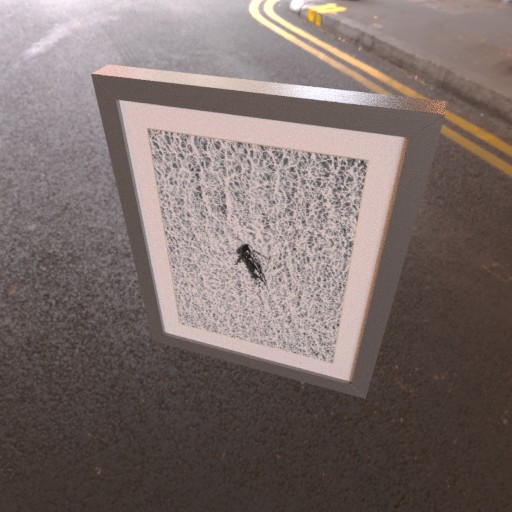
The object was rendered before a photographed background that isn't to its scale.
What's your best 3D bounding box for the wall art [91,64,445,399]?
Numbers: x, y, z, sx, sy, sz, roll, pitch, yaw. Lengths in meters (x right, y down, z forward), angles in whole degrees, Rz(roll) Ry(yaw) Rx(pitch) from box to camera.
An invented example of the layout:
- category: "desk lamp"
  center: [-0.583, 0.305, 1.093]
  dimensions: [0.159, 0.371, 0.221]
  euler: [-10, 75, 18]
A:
- category: "wall art"
  center: [0.000, 0.000, 0.501]
  dimensions: [0.308, 0.379, 0.030]
  euler: [12, 41, 14]
